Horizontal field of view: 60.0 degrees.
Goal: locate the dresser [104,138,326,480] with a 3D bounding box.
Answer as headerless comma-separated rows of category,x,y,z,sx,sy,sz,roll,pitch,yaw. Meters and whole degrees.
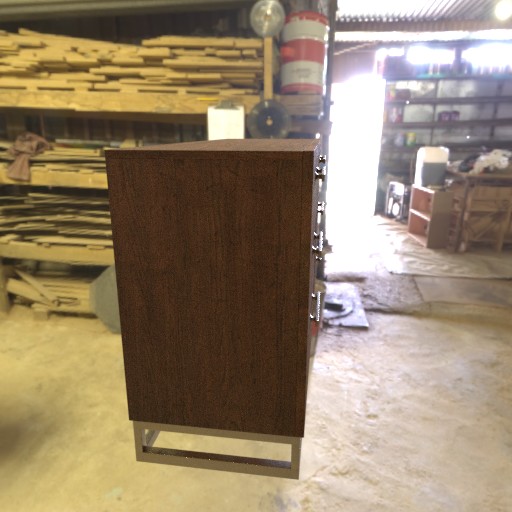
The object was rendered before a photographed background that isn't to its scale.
dresser,0.000,0.000,2.133,0.623,1.061,1.646,2,16,8
